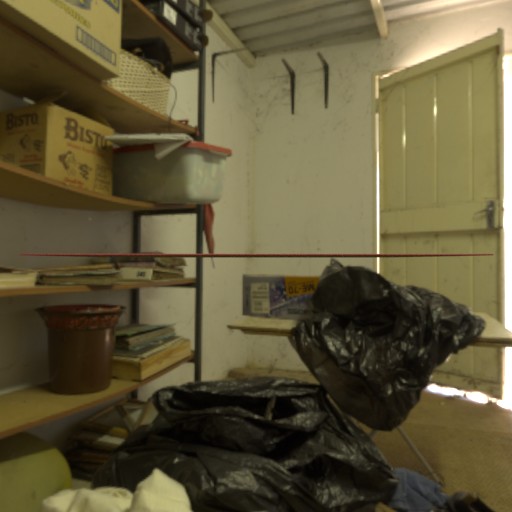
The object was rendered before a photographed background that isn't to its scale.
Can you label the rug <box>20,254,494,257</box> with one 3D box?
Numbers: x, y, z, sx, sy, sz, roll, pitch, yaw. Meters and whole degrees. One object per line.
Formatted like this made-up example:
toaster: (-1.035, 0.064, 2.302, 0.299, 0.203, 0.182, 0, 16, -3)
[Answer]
rug: (0.000, 0.000, 2.298, 1.814, 0.008, 1.209, 0, -1, -1)
